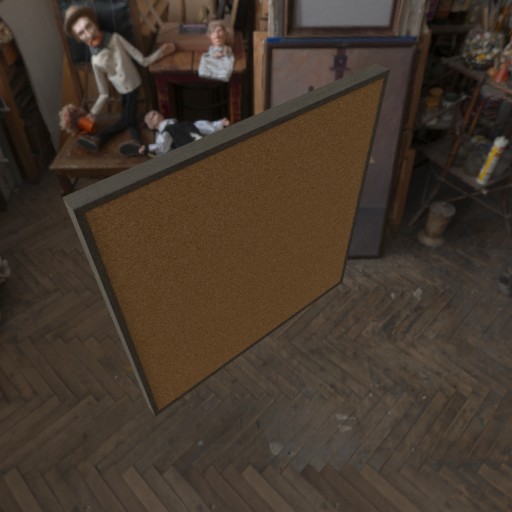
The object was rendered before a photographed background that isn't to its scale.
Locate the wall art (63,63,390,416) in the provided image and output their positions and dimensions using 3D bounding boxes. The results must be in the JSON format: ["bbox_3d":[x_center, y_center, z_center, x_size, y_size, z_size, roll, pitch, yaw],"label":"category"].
[{"bbox_3d":[0.000,0.000,1.129,0.758,0.758,0.039,-31,54,-26],"label":"wall art"}]
